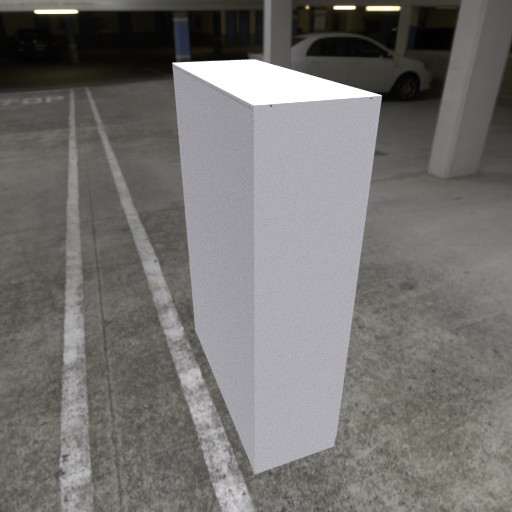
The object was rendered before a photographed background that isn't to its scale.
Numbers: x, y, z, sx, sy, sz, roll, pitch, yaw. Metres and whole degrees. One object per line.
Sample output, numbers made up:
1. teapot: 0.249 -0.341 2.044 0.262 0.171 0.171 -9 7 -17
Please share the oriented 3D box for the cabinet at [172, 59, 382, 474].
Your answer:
1. cabinet: 0.000 0.000 2.513 0.510 1.910 1.290 -11 31 -18
